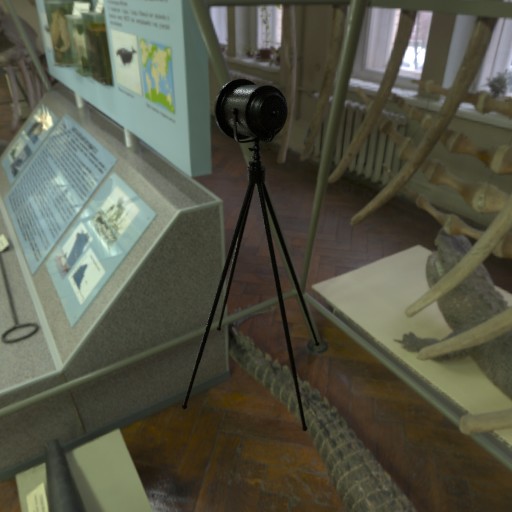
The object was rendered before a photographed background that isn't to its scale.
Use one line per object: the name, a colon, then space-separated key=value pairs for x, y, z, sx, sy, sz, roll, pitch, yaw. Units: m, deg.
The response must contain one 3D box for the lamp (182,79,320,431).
lamp: x=0.000 y=0.000 z=2.039 sx=0.879 sy=1.504 sz=0.884 roll=-18 pitch=35 yaw=-27
